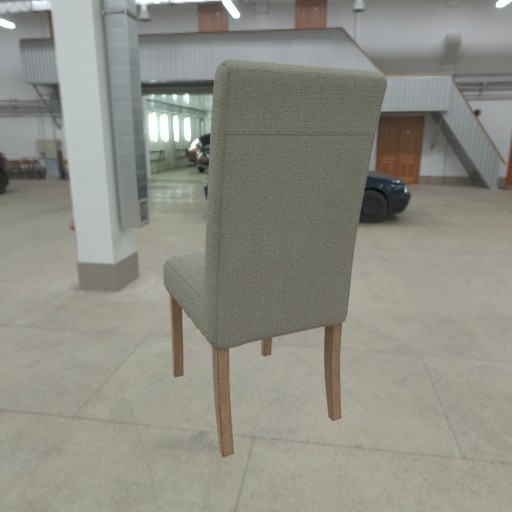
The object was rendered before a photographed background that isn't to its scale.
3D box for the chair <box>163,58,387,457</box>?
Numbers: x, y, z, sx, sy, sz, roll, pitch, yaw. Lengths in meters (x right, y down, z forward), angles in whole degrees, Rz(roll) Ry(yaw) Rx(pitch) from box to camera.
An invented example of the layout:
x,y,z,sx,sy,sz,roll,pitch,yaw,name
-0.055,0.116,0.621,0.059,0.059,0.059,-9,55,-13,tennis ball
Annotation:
x,y,z,sx,sy,sz,roll,pitch,yaw,name
0.000,0.000,1.381,0.450,1.033,0.611,-7,17,-25,chair
